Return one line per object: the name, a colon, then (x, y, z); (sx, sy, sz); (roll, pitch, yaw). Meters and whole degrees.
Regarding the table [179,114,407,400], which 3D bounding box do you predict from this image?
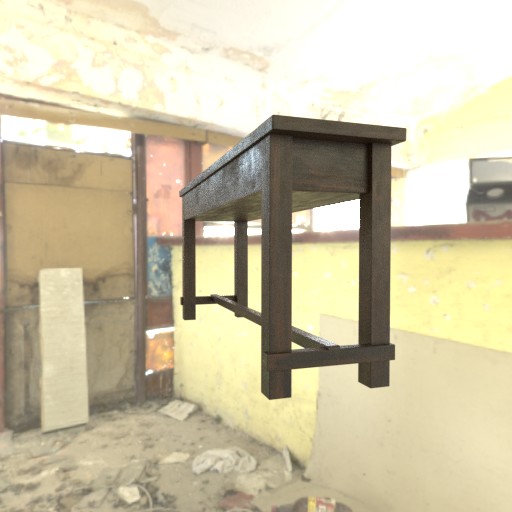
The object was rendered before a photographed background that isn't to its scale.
table: (0.000, 0.000, 1.978); (0.442, 0.762, 1.599); (0, 1, -18)
